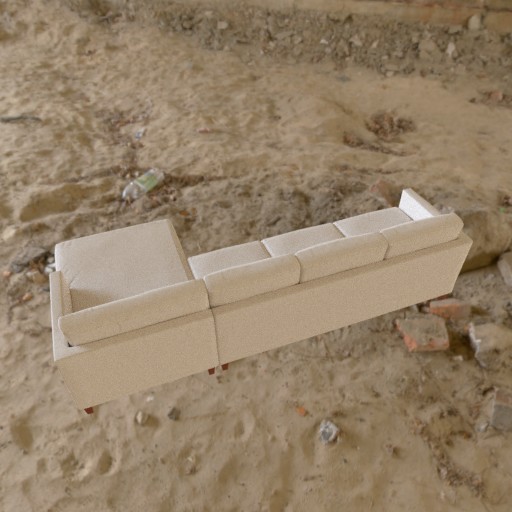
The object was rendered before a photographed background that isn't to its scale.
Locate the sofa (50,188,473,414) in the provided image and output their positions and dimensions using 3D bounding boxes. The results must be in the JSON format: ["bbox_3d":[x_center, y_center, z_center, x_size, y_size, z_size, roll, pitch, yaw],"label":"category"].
[{"bbox_3d":[0.000,0.000,4.093,3.471,0.954,1.606,-14,44,-16],"label":"sofa"}]
